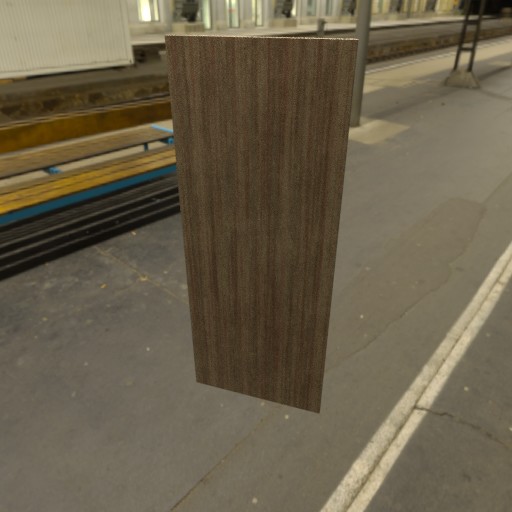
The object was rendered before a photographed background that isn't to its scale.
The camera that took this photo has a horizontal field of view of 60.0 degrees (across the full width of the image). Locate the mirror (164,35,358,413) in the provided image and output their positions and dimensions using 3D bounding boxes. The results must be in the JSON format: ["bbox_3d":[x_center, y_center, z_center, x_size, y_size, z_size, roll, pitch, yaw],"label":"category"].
[{"bbox_3d":[0.000,0.000,2.290,0.812,2.032,0.025,9,31,16],"label":"mirror"}]
